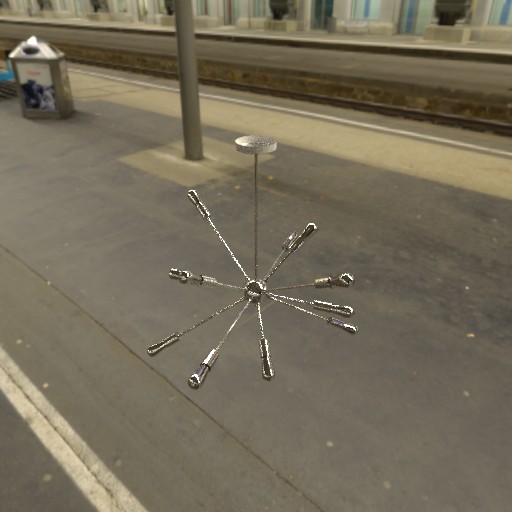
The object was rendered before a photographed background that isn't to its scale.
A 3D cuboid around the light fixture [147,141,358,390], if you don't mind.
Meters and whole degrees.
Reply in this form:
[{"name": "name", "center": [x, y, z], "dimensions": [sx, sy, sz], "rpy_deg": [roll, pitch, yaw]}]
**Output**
[{"name": "light fixture", "center": [0.000, 0.000, 1.070], "dimensions": [0.509, 0.558, 0.684], "rpy_deg": [11, 32, 18]}]
